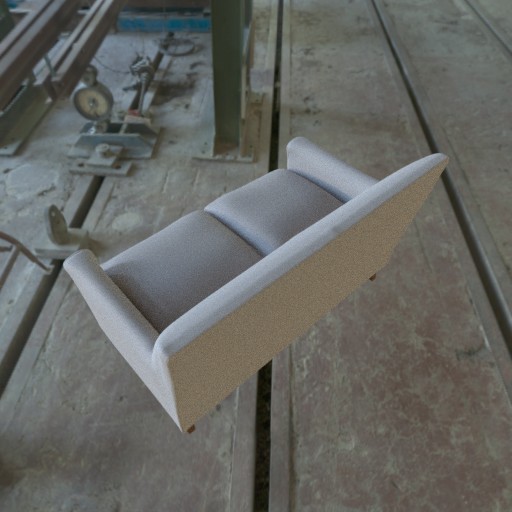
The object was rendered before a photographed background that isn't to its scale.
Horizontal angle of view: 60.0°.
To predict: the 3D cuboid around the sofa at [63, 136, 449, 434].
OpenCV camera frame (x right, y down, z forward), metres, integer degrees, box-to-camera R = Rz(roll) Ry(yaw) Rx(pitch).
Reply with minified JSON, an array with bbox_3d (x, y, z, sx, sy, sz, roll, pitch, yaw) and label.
[{"bbox_3d":[0.000,0.000,2.113,1.482,0.890,0.888,-33,55,-28],"label":"sofa"}]
